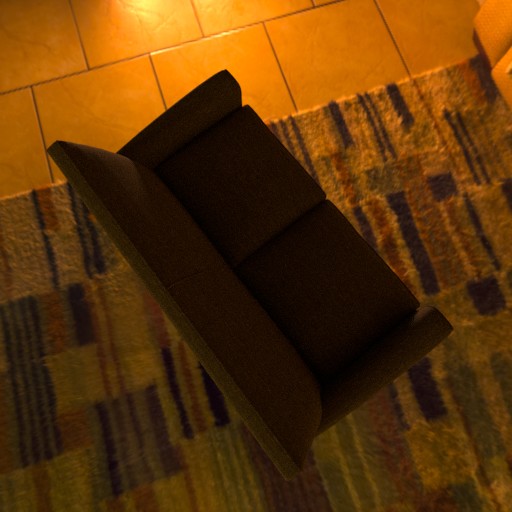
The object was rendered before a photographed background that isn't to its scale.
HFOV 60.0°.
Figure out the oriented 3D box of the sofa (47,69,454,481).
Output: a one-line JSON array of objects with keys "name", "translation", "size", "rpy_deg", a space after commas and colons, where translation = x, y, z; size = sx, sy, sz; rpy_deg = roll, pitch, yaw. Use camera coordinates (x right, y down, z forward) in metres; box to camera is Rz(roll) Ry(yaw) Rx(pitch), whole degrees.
[{"name": "sofa", "translation": [0.000, 0.000, 1.989], "size": [0.867, 0.905, 1.509], "rpy_deg": [-37, 79, -9]}]
